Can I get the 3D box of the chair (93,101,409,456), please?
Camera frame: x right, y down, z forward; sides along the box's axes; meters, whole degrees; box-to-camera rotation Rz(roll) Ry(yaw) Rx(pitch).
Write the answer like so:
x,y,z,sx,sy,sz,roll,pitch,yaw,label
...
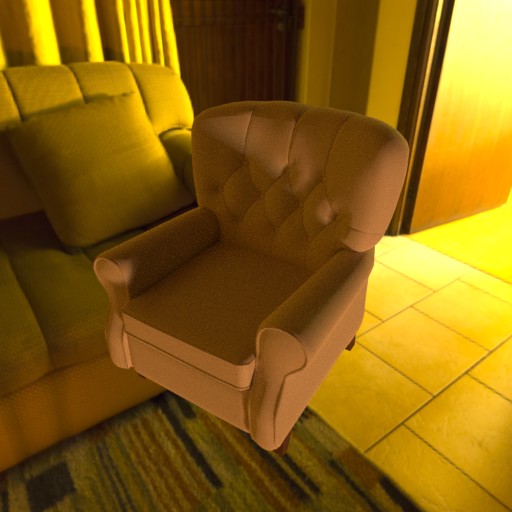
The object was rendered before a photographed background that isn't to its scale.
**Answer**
x,y,z,sx,sy,sz,roll,pitch,yaw,label
0.000,0.000,1.989,1.035,1.169,1.132,18,35,28,chair
